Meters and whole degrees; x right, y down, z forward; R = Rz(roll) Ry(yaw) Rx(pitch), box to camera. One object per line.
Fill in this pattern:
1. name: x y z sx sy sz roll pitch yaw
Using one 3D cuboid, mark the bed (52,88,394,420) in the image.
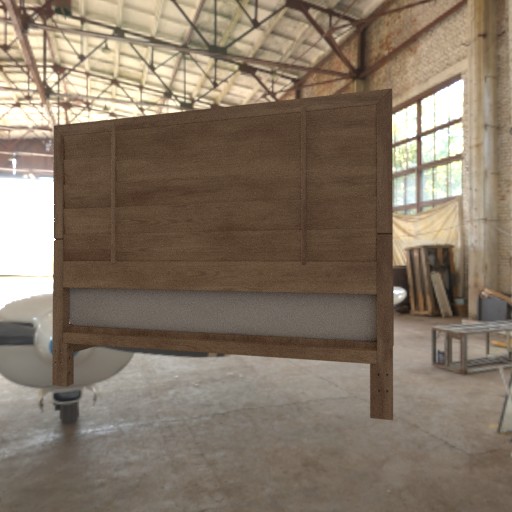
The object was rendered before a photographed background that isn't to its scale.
1. bed: 0.000 0.000 3.436 2.032 1.626 2.032 0 -1 17
